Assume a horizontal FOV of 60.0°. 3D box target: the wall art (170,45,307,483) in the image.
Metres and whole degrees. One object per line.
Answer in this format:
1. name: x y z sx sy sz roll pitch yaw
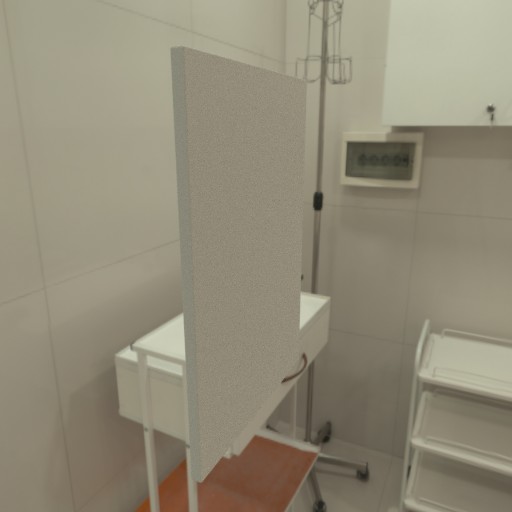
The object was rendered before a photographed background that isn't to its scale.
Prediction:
1. wall art: 0.000 0.000 1.500 0.038 1.183 0.808 8 18 25
